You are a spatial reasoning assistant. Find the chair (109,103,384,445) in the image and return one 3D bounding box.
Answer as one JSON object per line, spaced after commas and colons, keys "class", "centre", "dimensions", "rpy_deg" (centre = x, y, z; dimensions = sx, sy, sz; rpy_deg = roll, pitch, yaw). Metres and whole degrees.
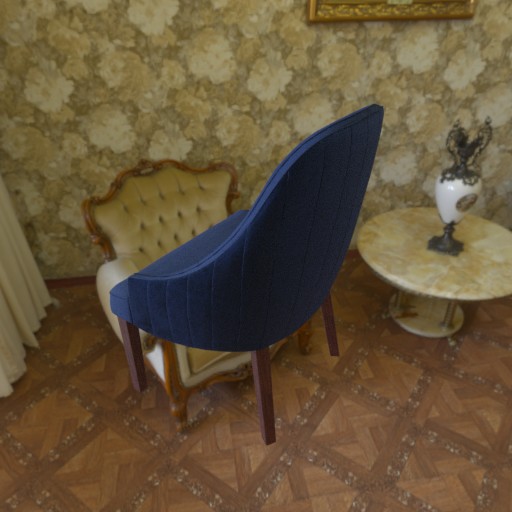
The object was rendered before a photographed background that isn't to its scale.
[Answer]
{"class": "chair", "centre": [0.000, 0.000, 1.277], "dimensions": [0.575, 0.889, 0.643], "rpy_deg": [20, 37, 29]}
